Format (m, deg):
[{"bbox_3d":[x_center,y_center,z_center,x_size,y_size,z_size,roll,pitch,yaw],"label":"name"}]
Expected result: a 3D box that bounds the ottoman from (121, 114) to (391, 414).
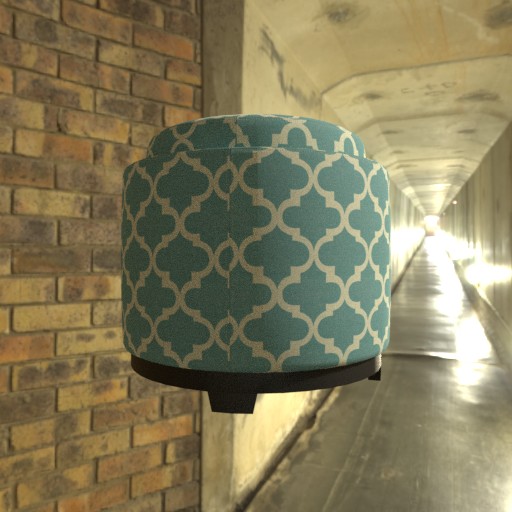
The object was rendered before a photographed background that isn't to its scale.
[{"bbox_3d":[0.000,0.000,0.823,0.480,0.429,0.480,0,0,0],"label":"ottoman"}]
